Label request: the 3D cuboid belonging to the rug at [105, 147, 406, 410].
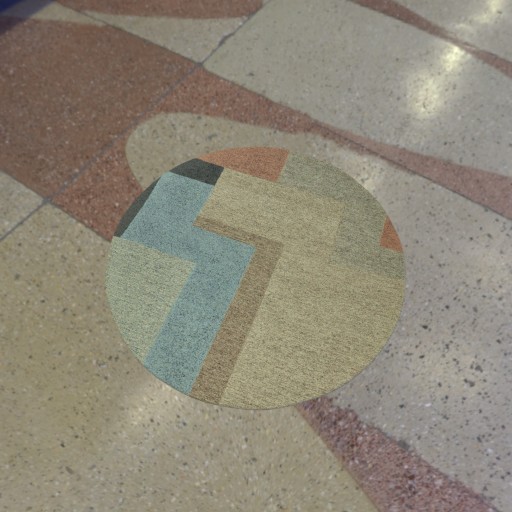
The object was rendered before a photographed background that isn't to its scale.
[{"bbox_3d":[0.000,0.000,3.672,2.461,0.033,2.461,0,59,0],"label":"rug"}]
